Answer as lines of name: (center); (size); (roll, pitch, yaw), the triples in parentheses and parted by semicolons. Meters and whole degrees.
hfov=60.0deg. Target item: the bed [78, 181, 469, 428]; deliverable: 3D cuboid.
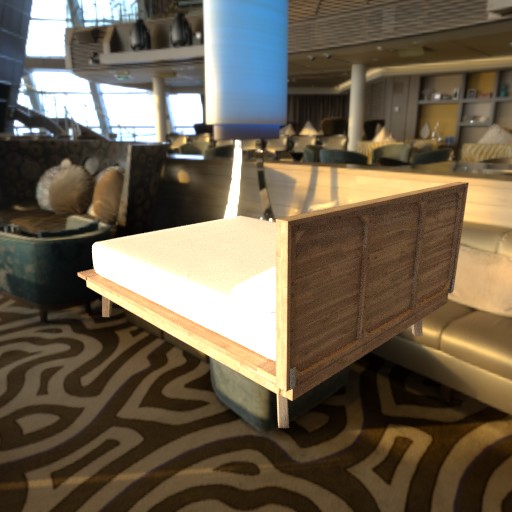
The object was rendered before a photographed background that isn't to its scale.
bed: (0.000, 0.000, 3.146); (1.759, 1.071, 2.145); (-15, 22, -42)
